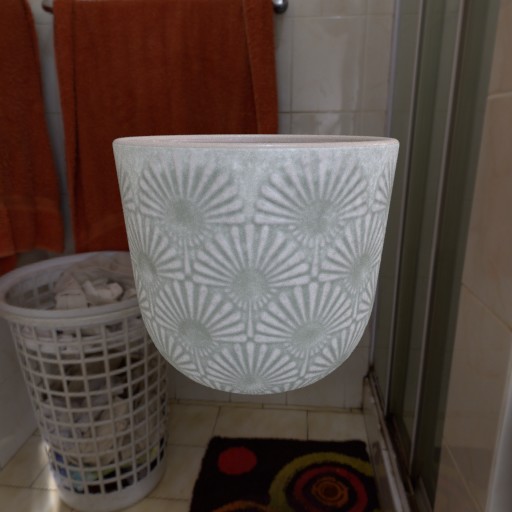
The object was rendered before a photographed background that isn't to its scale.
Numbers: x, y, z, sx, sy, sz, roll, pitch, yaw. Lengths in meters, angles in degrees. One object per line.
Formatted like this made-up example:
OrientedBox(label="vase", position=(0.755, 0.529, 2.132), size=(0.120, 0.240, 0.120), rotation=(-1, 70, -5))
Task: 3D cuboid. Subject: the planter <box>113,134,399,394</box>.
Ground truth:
OrientedBox(label="planter", position=(0.000, 0.000, 0.295), size=(0.170, 0.152, 0.170), rotation=(0, 17, 0))
